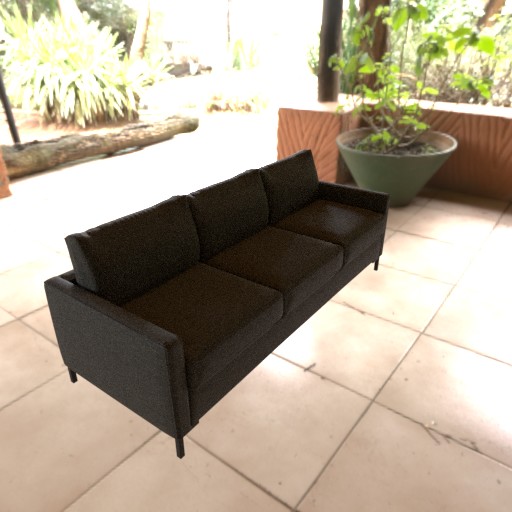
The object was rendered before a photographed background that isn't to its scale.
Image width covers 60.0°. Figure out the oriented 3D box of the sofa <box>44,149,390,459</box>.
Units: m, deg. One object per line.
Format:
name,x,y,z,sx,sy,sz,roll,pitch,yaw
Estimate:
sofa,0.000,0.000,2.733,0.876,0.879,2.253,18,31,32
